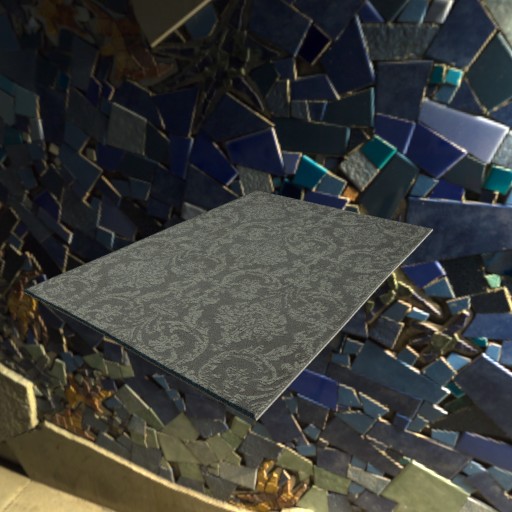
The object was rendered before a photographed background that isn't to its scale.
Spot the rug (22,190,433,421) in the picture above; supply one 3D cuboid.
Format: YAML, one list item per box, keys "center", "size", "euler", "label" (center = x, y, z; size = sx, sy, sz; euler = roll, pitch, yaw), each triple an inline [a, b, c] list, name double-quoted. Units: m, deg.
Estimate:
- center: [0.000, 0.000, 2.821]
  size: [1.578, 0.014, 2.206]
  euler: [17, 31, 32]
  label: "rug"
